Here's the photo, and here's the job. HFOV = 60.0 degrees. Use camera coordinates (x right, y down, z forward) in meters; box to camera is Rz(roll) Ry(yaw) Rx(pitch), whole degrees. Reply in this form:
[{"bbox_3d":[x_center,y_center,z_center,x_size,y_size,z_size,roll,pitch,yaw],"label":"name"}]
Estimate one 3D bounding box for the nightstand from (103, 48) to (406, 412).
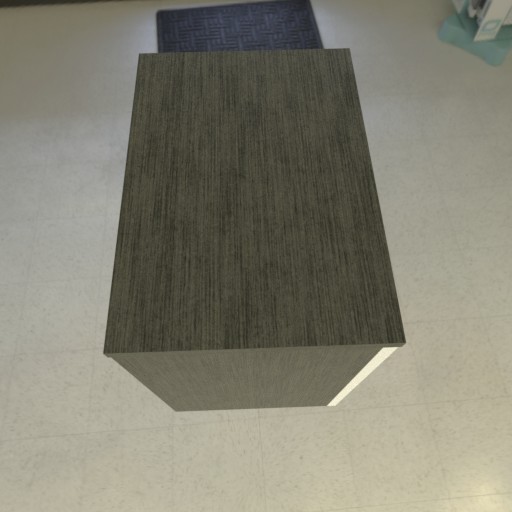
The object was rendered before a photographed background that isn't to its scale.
[{"bbox_3d":[0.000,0.000,0.755,0.325,0.460,0.441,-2,63,-1],"label":"nightstand"}]
